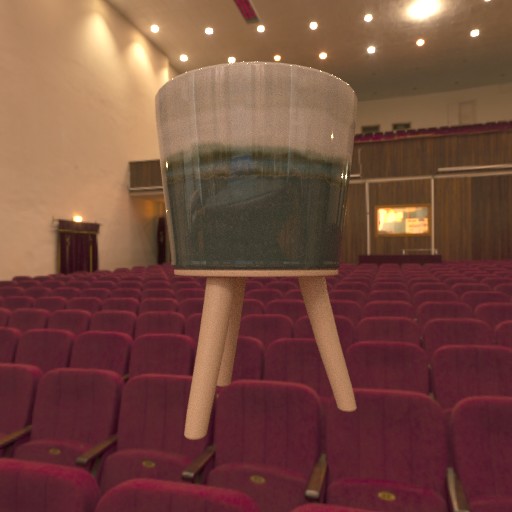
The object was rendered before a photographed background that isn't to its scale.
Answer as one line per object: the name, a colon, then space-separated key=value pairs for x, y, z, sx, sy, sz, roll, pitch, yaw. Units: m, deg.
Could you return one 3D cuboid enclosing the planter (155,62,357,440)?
planter: x=0.000 y=0.000 z=0.483 sx=0.217 sy=0.331 sz=0.217 roll=0 pitch=-1 yaw=17
